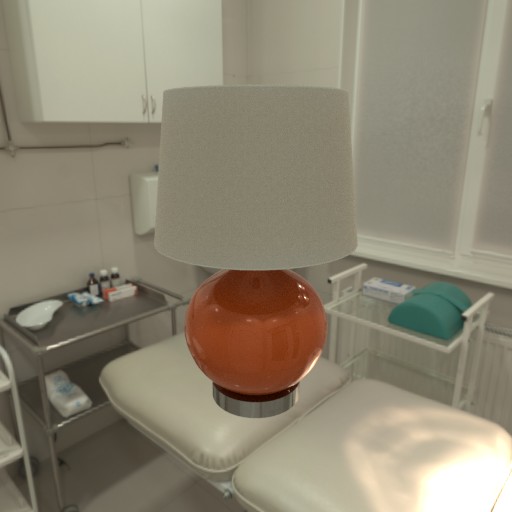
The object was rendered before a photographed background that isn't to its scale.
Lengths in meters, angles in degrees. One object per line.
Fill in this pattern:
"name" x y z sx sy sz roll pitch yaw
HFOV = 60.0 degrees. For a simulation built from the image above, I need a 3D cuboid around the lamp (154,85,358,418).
"lamp" 0.000 0.000 0.556 0.247 0.387 0.247 0 17 0
